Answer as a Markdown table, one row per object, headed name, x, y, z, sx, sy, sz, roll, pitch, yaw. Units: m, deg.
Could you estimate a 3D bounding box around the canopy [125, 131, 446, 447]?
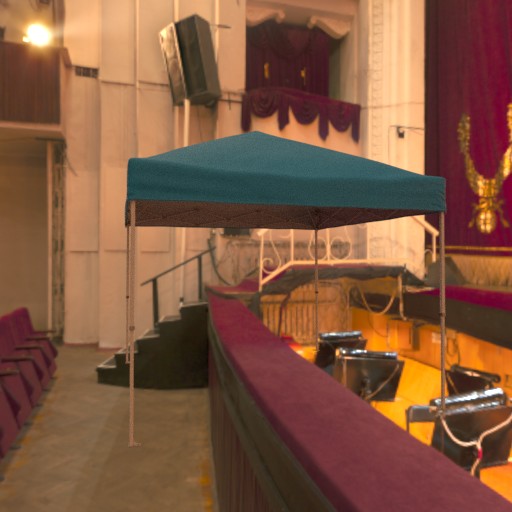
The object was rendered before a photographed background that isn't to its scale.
| name | x | y | z | sx | sy | sz | roll | pitch | yaw |
| --- | --- | --- | --- | --- | --- | --- | --- | --- | --- |
| canopy | 0.000 | 0.000 | 5.296 | 2.996 | 2.997 | 2.998 | 0 | 0 | -17 |
